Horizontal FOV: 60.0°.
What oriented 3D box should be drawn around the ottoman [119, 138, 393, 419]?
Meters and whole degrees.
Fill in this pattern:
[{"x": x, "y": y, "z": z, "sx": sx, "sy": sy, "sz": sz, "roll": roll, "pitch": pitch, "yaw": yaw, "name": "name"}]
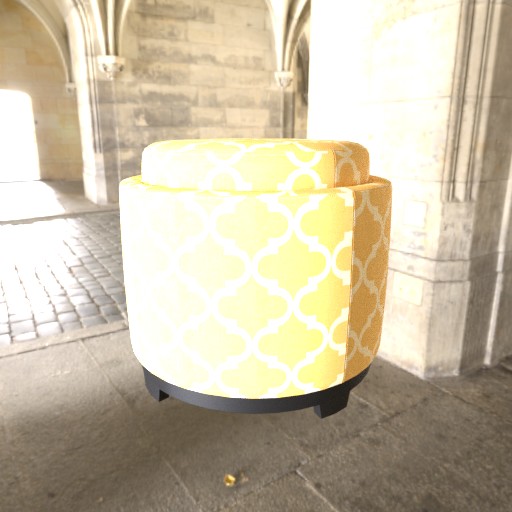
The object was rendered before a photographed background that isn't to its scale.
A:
[{"x": 0.000, "y": 0.000, "z": 0.837, "sx": 0.480, "sy": 0.429, "sz": 0.480, "roll": 0, "pitch": 15, "yaw": 0, "name": "ottoman"}]
